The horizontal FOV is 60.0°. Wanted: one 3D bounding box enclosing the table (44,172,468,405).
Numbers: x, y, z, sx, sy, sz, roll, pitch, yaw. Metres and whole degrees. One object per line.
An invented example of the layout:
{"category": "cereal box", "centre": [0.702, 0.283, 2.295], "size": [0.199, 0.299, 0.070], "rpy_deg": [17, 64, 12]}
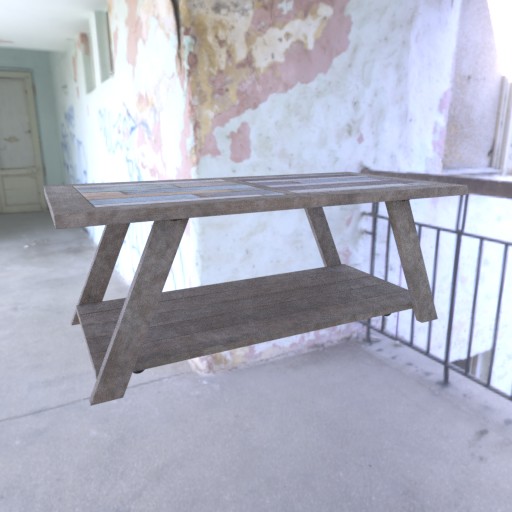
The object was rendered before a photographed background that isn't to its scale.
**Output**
{"category": "table", "centre": [0.000, 0.000, 1.484], "size": [1.219, 0.470, 0.610], "rpy_deg": [-7, 17, -26]}
